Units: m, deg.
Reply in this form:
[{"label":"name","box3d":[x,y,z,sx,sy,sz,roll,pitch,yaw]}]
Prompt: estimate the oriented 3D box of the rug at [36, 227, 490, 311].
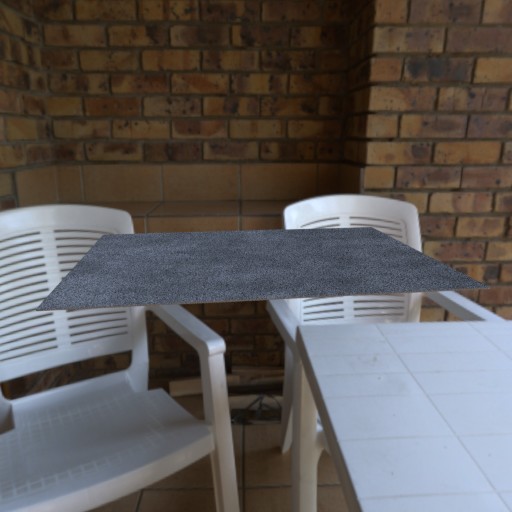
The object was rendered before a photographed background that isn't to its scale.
[{"label":"rug","box3d":[0.000,0.000,2.914,2.235,0.008,1.600,-2,15,-8]}]
